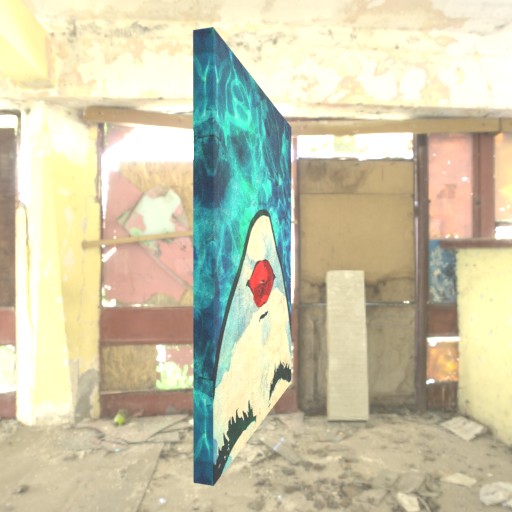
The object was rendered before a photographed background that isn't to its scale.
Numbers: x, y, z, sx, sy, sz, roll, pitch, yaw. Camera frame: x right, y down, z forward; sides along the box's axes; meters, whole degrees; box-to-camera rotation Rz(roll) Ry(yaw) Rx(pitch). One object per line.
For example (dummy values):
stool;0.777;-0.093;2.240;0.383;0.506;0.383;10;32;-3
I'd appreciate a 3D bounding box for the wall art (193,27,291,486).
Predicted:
wall art;0.000;0.000;1.030;0.038;0.760;0.609;0;0;17
